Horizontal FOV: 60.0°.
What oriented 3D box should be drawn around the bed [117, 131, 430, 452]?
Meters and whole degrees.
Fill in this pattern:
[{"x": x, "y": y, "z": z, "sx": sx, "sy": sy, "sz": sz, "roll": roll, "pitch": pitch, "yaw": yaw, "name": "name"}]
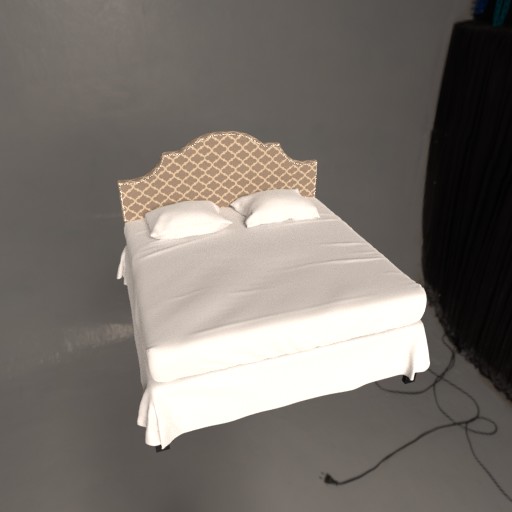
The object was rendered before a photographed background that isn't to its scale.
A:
[{"x": 0.000, "y": 0.000, "z": 3.692, "sx": 2.314, "sy": 1.601, "sz": 2.222, "roll": -9, "pitch": 31, "yaw": -16, "name": "bed"}]
